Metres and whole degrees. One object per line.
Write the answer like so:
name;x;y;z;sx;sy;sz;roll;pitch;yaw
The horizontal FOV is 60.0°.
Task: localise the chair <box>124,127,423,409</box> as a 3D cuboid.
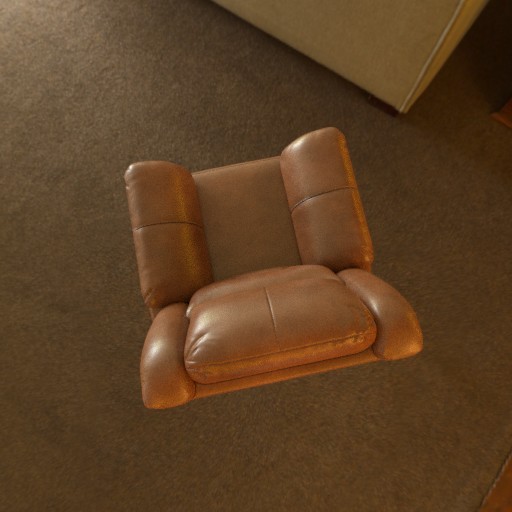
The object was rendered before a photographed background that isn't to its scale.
chair;0.000;0.000;1.909;0.990;1.093;1.041;-11;76;-3
